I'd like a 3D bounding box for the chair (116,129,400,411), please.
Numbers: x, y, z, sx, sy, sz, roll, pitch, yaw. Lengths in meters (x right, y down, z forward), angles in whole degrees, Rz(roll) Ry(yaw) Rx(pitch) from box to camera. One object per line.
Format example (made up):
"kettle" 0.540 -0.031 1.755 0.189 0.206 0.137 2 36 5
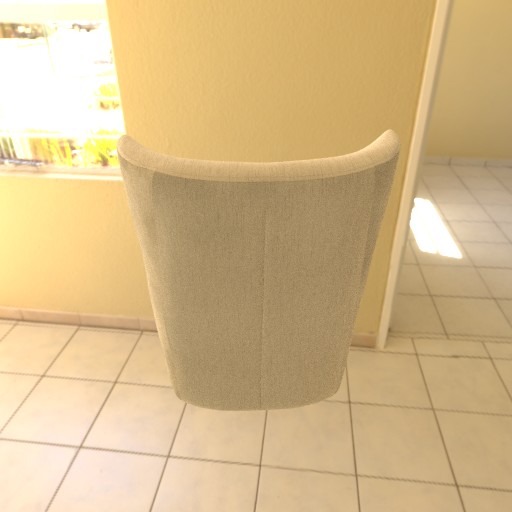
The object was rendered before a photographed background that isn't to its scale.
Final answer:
"chair" 0.000 0.000 1.632 0.779 1.000 0.904 -1 30 -3
